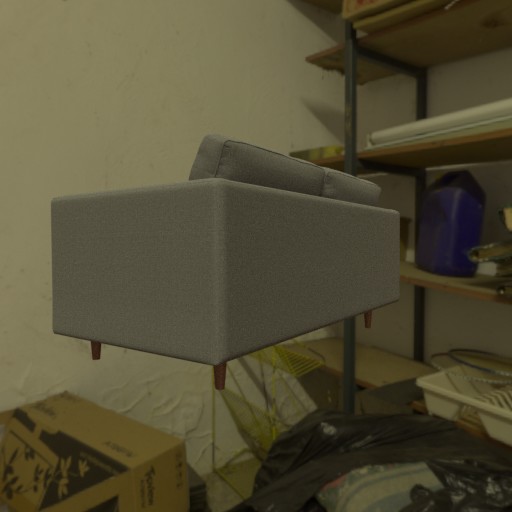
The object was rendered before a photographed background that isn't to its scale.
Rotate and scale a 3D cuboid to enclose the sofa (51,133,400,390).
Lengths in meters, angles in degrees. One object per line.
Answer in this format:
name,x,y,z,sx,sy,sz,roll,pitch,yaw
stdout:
sofa,0.000,0.000,2.235,0.940,0.866,1.713,1,1,35
